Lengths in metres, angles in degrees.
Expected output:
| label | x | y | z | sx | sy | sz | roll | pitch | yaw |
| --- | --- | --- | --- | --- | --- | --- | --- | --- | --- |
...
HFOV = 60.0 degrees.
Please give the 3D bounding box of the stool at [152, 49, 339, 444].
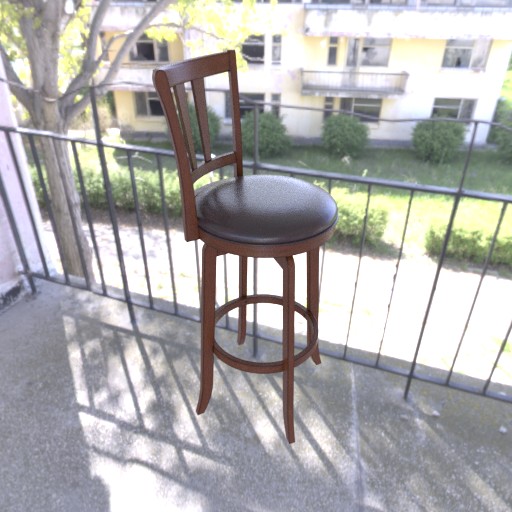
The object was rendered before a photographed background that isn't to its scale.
| label | x | y | z | sx | sy | sz | roll | pitch | yaw |
| --- | --- | --- | --- | --- | --- | --- | --- | --- | --- |
| stool | 0.000 | 0.000 | 1.449 | 0.503 | 1.177 | 0.464 | 11 | 32 | 17 |
